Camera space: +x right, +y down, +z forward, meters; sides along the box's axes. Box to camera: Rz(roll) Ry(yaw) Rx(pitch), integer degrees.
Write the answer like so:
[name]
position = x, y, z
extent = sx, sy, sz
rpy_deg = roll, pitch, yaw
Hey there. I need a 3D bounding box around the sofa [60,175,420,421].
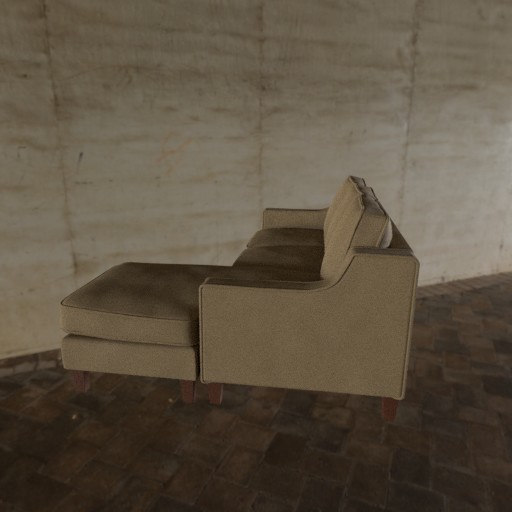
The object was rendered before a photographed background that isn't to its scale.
[sofa]
position = 0.000, 0.000, 3.288
extent = 1.858, 1.066, 2.317
rpy_deg = 3, 16, 9
